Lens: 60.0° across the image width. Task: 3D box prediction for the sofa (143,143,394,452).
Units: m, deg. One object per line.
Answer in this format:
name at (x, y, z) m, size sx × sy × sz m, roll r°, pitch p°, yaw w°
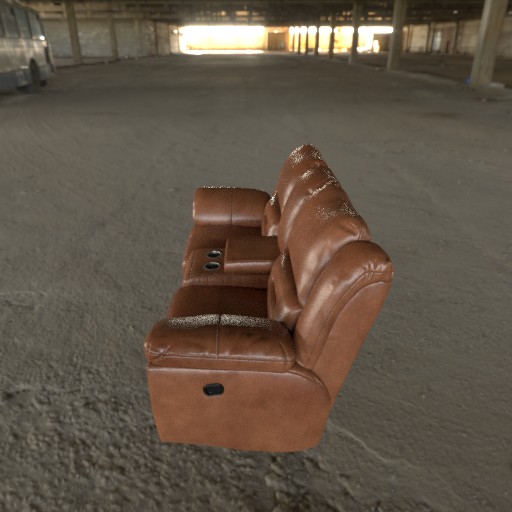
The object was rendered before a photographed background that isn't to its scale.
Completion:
sofa at (0.000, 0.000, 2.631) m, size 0.991 × 1.043 × 2.058 m, roll 0°, pitch 26°, yaw -1°
